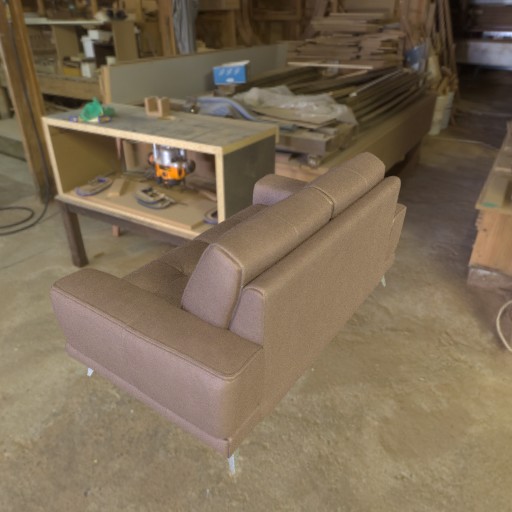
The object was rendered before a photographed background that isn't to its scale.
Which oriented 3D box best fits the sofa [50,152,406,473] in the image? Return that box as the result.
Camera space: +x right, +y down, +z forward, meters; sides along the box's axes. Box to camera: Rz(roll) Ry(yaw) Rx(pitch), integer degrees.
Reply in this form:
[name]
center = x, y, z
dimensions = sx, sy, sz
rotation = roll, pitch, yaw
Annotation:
[sofa]
center = 0.000, 0.000, 2.343
dimensions = 1.018, 0.907, 1.806
rotation = 19, 35, 30
